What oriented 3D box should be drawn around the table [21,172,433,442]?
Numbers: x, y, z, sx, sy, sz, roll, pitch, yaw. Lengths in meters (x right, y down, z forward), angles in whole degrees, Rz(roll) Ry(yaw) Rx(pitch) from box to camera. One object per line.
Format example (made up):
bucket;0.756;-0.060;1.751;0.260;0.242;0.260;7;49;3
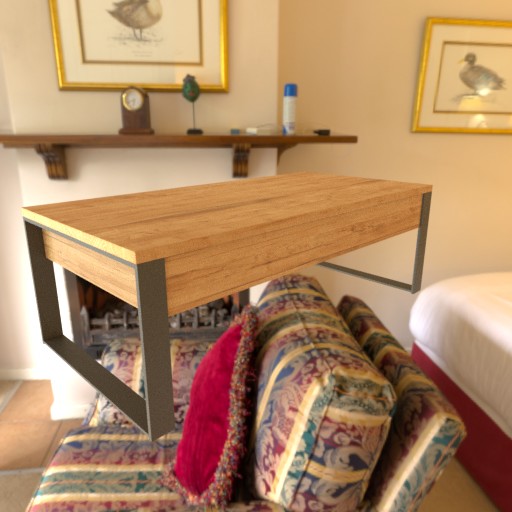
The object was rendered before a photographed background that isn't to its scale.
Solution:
table;0.000;0.000;1.431;1.180;0.400;0.590;-16;24;-42
